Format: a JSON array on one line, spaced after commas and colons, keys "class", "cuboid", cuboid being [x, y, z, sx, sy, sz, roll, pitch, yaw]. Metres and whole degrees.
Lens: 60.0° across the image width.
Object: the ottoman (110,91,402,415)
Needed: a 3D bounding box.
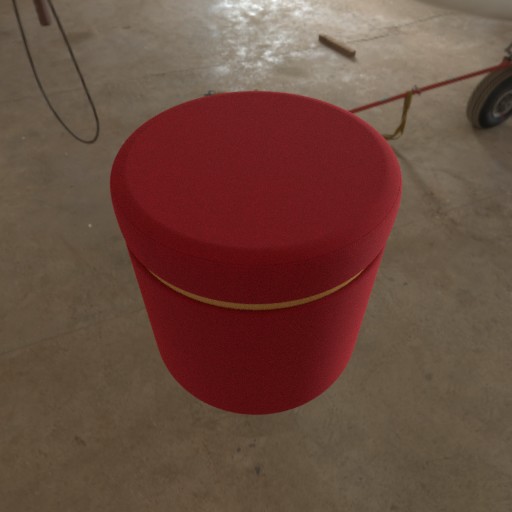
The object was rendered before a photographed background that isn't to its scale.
[{"class": "ottoman", "cuboid": [0.000, 0.000, 0.753, 0.400, 0.406, 0.400, 0, 47, 0]}]
